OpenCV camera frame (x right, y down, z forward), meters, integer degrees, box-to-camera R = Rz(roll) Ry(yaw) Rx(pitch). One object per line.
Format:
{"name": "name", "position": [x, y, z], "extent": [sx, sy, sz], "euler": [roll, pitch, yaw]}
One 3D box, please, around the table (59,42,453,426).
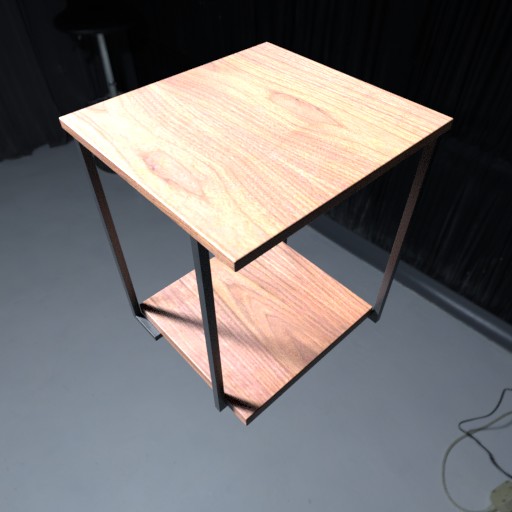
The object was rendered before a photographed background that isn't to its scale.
{"name": "table", "position": [0.000, 0.000, 0.834], "extent": [0.411, 0.567, 0.384], "euler": [-34, 55, -28]}
